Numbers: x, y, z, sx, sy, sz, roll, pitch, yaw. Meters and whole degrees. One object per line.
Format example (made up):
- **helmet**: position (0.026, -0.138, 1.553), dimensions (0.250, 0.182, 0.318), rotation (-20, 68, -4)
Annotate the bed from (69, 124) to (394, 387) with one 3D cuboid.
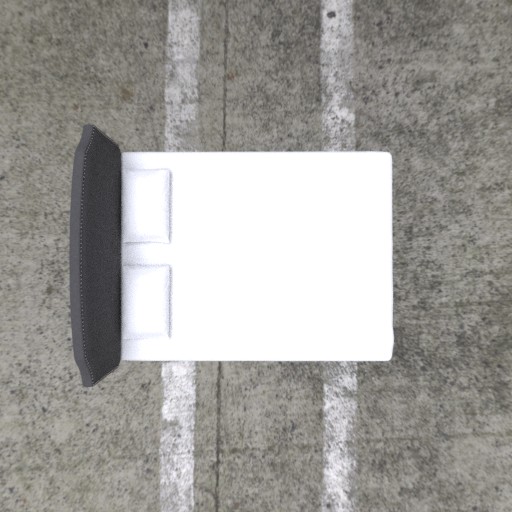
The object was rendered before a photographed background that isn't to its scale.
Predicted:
- **bed**: position (0.000, 0.000, 2.994), dimensions (1.999, 1.270, 1.558), rotation (0, 90, 1)
